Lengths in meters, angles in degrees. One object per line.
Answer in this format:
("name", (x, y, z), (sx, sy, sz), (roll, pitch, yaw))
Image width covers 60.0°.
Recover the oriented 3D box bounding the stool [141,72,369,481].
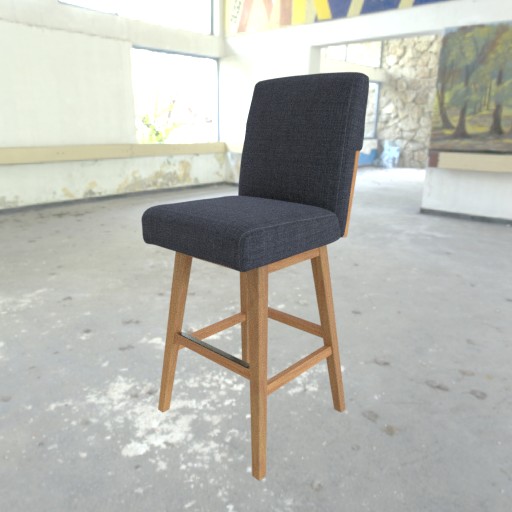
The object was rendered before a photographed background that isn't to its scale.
("stool", (0.000, 0.000, 1.411), (0.483, 1.112, 0.570), (15, 22, 41))
